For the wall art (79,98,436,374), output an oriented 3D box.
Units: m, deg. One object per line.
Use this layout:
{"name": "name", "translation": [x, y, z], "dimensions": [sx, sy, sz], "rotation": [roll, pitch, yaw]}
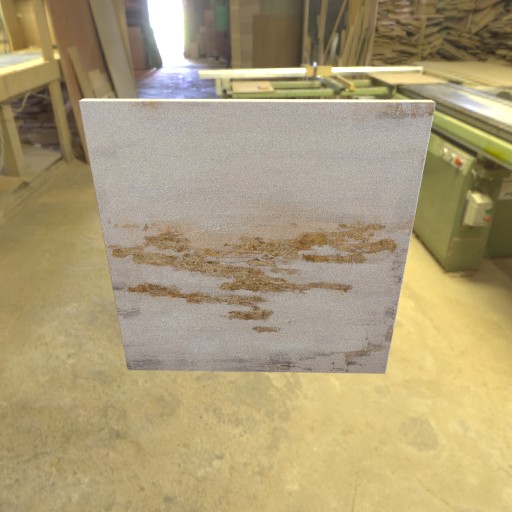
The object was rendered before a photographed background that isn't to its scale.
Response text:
{"name": "wall art", "translation": [0.000, 0.000, 1.517], "dimensions": [1.015, 1.018, 0.040], "rotation": [1, 29, 1]}
